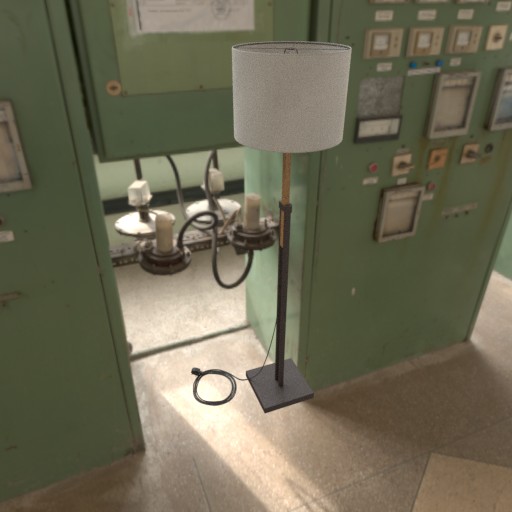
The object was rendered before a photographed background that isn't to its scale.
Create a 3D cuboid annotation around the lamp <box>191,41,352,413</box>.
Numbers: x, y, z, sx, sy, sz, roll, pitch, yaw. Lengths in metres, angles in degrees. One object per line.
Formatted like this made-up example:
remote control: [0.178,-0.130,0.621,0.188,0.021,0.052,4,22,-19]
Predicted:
lamp: [0.000,0.000,1.928,0.639,1.650,0.474,-11,33,-18]
